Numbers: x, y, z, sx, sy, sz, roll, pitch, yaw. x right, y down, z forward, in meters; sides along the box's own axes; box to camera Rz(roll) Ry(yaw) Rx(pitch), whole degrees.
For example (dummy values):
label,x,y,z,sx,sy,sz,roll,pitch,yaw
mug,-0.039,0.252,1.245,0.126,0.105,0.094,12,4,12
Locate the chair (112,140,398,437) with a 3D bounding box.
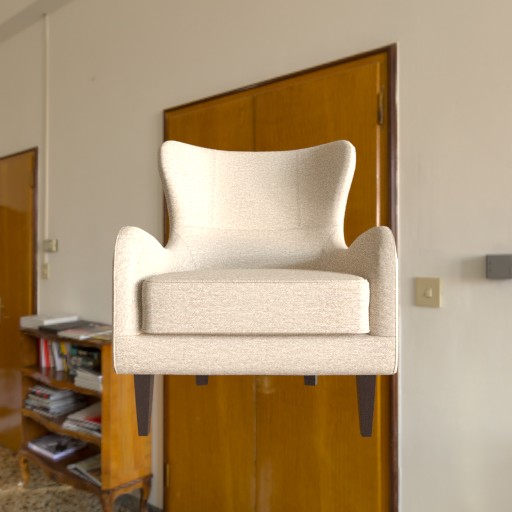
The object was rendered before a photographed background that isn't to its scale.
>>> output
label,x,y,z,sx,sy,sz,roll,pitch,yaw
chair,0.000,0.000,1.731,0.861,1.064,0.984,0,0,1
